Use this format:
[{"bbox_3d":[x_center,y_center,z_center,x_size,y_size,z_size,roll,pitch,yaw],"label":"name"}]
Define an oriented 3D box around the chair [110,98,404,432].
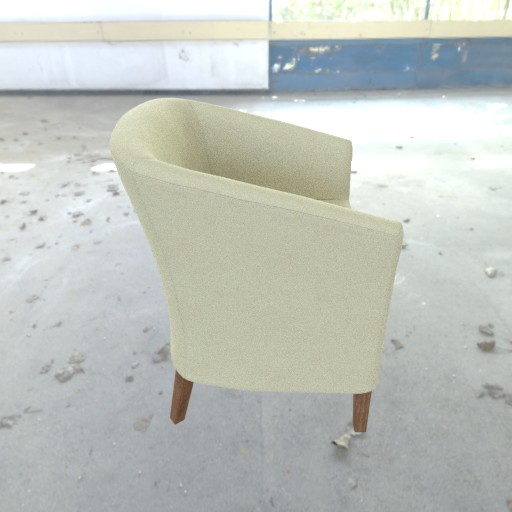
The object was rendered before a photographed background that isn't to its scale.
[{"bbox_3d":[0.000,0.000,1.304,0.657,0.822,0.643,0,31,0],"label":"chair"}]
